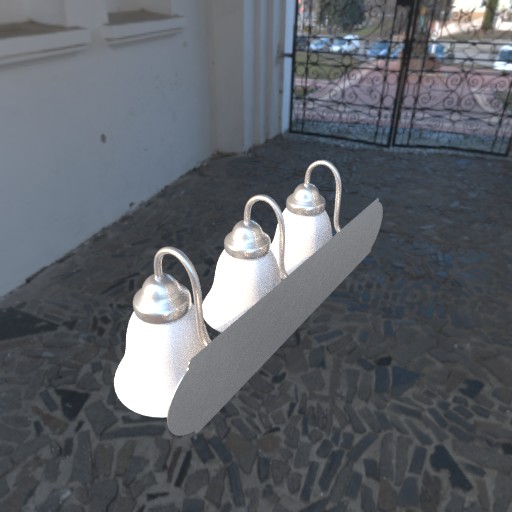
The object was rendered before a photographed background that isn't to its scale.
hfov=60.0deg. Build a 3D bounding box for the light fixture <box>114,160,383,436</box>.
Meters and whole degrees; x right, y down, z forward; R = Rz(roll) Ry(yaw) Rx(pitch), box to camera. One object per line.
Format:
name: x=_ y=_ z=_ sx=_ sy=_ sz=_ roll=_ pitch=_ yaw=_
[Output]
light fixture: x=0.000 y=0.000 z=0.726 sx=0.199 sy=0.222 sz=0.610 roll=20 pitch=36 yaw=30
